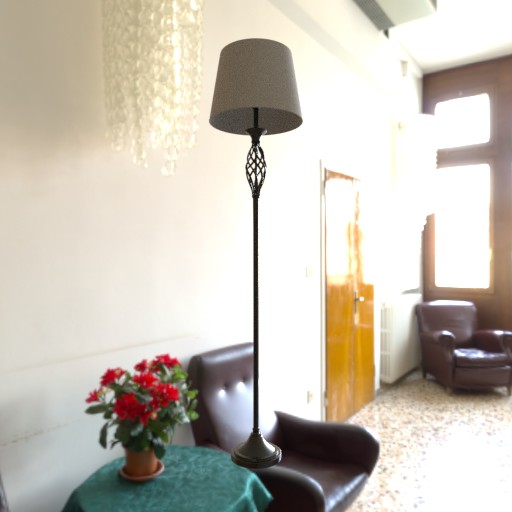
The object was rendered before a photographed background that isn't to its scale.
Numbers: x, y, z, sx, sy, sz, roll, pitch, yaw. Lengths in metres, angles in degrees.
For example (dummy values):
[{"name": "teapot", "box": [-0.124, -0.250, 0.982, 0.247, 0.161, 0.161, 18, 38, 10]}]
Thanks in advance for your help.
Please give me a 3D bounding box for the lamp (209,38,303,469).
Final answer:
[{"name": "lamp", "box": [0.000, 0.000, 1.793, 0.379, 1.623, 0.379, 0, 0, 0]}]
